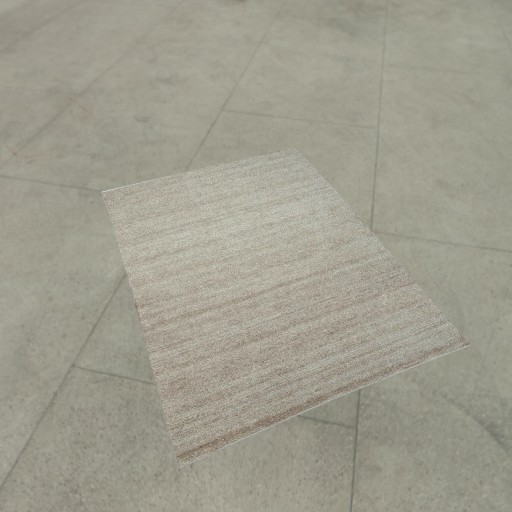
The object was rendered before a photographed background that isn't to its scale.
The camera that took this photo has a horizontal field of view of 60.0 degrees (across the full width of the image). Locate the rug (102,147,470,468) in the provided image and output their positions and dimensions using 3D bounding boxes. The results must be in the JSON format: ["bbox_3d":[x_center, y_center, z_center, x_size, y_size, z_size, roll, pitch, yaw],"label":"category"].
[{"bbox_3d":[0.000,0.000,4.266,2.434,0.045,3.202,-16,48,-15],"label":"rug"}]
